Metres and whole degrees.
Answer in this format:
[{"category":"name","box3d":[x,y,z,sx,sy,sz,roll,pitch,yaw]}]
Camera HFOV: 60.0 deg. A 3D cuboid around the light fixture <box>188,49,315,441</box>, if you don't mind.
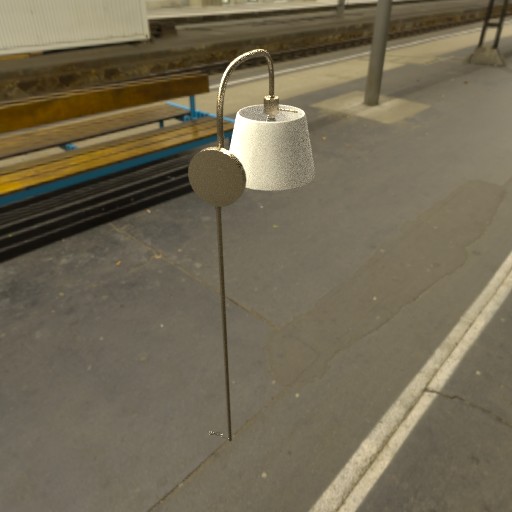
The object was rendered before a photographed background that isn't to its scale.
[{"category":"light fixture","box3d":[0.000,0.000,0.468,0.092,0.399,0.176,11,34,17]}]
